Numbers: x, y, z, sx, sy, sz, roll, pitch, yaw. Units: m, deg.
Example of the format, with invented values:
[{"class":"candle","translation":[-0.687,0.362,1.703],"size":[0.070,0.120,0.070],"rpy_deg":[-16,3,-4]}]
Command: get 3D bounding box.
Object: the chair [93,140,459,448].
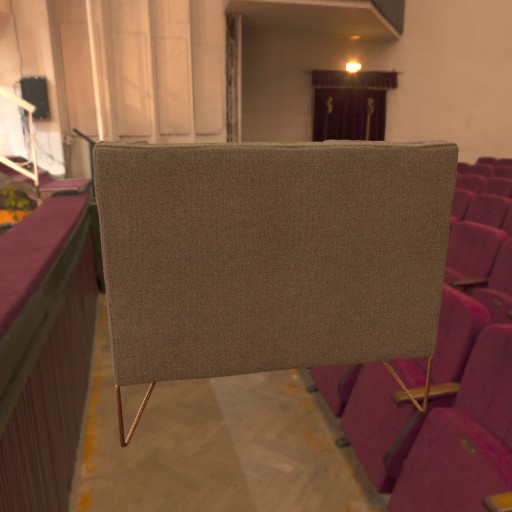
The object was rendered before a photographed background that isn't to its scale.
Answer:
[{"class":"chair","translation":[0.000,0.000,1.567],"size":[0.920,0.799,0.912],"rpy_deg":[-3,15,-10]}]
